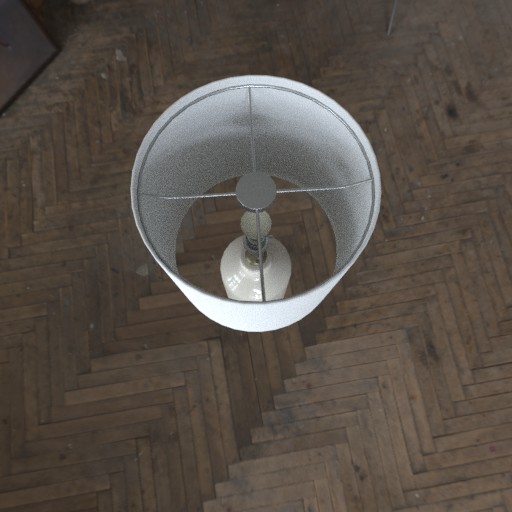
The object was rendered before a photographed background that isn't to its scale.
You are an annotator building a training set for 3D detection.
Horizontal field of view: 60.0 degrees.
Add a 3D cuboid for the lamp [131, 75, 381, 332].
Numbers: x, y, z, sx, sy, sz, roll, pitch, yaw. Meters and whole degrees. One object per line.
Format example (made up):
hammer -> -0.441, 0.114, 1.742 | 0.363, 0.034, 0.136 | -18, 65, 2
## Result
lamp -> 0.000, 0.000, 0.587 | 0.207, 0.461, 0.207 | -4, 75, -1
